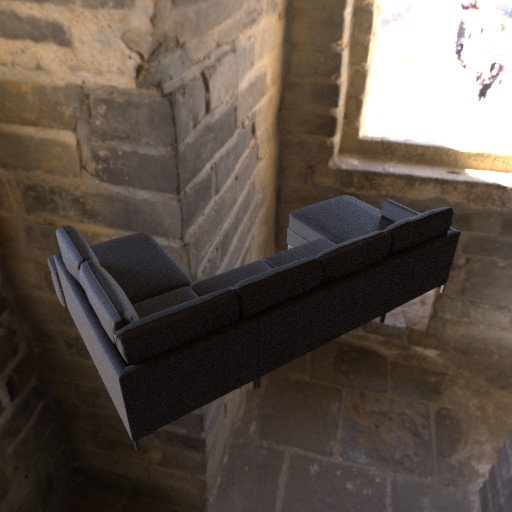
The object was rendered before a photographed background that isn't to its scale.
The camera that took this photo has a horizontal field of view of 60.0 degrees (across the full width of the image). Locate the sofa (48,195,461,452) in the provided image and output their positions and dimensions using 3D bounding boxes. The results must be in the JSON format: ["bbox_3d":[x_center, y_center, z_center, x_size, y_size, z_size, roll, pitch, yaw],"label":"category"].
[{"bbox_3d":[0.000,0.000,4.290,3.423,0.999,2.048,-19,37,-28],"label":"sofa"}]
